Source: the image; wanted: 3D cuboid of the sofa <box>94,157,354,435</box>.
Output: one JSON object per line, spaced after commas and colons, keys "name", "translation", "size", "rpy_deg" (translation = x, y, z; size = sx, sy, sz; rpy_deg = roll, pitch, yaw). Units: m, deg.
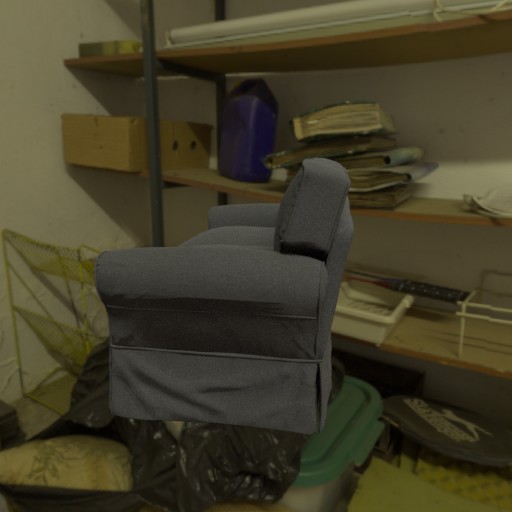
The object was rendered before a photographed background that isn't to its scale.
{"name": "sofa", "translation": [0.000, 0.000, 2.452], "size": [0.997, 1.059, 1.801], "rpy_deg": [2, 13, 10]}
